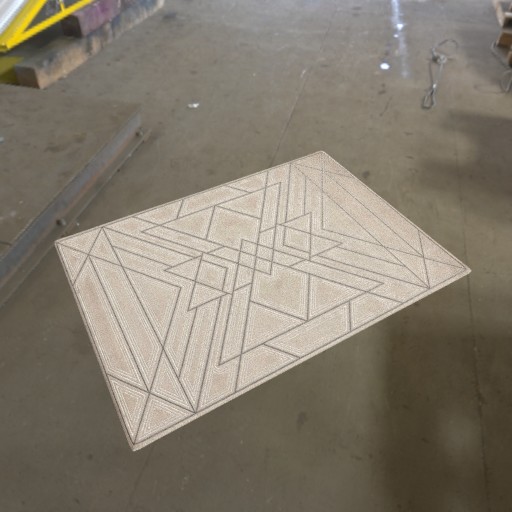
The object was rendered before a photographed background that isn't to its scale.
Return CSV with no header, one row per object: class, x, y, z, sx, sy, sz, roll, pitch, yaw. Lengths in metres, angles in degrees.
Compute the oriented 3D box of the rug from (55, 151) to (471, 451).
rug,0.000,0.000,4.386,3.381,0.026,2.436,-22,50,-20
